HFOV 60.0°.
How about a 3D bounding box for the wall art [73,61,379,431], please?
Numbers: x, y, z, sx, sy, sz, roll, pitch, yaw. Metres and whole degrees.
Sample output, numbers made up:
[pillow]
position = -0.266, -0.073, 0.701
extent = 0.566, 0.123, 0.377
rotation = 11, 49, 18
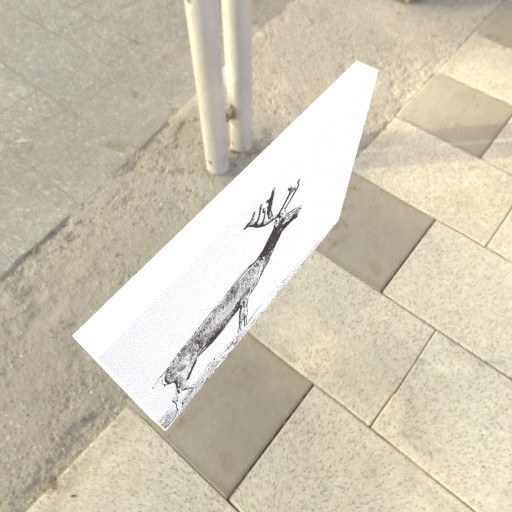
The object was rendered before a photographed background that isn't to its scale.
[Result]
[wall art]
position = 0.000, 0.000, 0.780
extent = 0.042, 0.414, 0.608
rotation = 33, 64, 19
